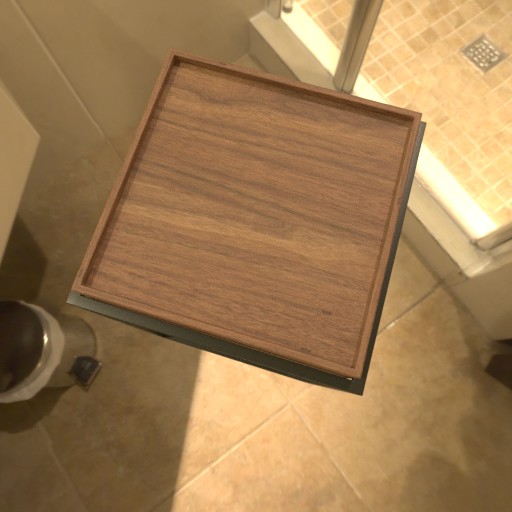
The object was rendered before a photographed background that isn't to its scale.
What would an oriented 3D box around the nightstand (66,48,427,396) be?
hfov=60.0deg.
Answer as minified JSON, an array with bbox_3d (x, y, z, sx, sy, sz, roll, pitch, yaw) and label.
[{"bbox_3d":[0.000,0.000,0.865,0.397,0.607,0.397,17,76,4],"label":"nightstand"}]
